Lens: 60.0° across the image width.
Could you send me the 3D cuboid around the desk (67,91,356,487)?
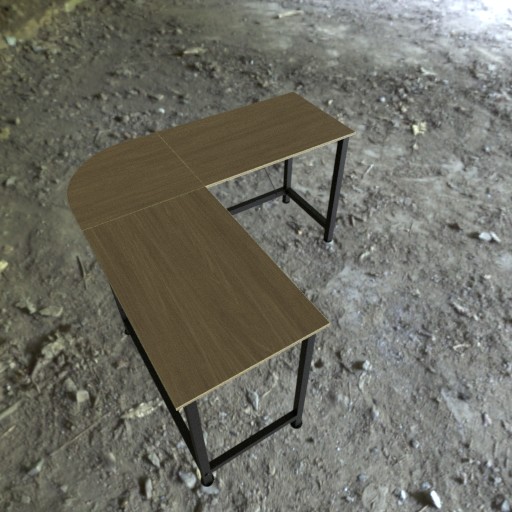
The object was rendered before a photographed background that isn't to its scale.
[{"bbox_3d":[0.000,0.000,2.165,1.400,0.762,1.400,-24,50,-22],"label":"desk"}]
